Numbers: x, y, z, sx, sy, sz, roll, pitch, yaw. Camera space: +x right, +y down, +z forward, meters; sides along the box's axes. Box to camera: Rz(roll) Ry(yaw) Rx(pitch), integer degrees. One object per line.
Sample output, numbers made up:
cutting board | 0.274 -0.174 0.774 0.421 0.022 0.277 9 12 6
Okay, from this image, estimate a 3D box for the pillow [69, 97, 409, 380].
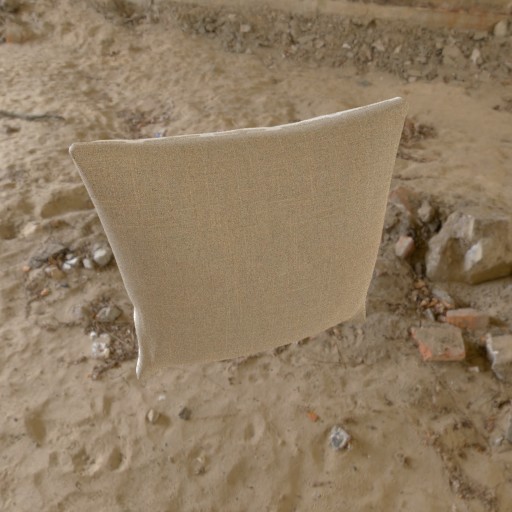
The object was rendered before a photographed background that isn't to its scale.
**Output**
pillow | 0.000 0.000 0.775 0.496 0.491 0.219 -12 43 -14
